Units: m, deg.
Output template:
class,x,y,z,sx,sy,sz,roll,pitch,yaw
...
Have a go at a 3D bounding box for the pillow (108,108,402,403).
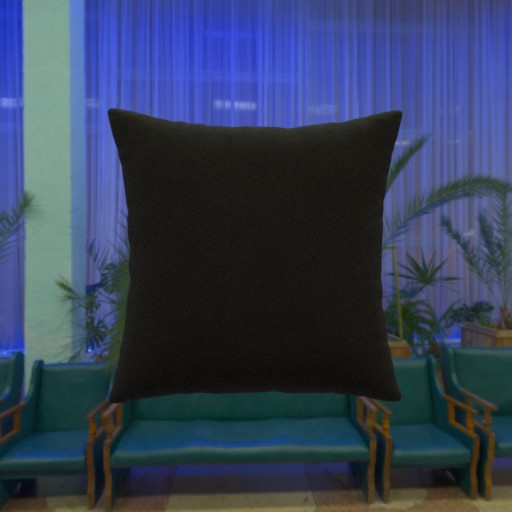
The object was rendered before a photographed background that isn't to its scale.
class,x,y,z,sx,sy,sz,roll,pitch,yaw
pillow,0.000,0.000,0.770,0.511,0.509,0.161,0,0,-1
